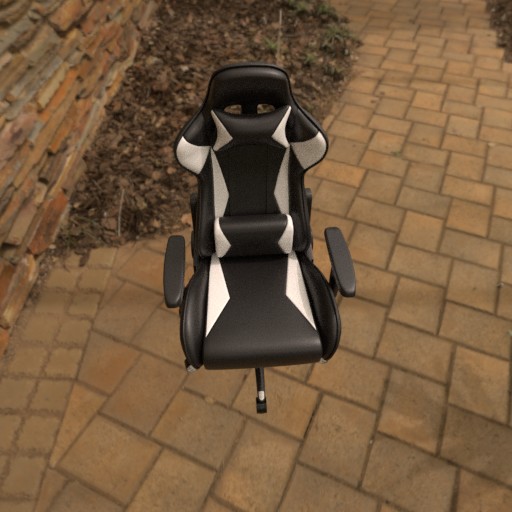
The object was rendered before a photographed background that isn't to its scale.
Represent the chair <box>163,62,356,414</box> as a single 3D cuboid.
[{"bbox_3d":[0.000,0.000,1.738,0.730,1.285,0.695,-3,47,-3],"label":"chair"}]
